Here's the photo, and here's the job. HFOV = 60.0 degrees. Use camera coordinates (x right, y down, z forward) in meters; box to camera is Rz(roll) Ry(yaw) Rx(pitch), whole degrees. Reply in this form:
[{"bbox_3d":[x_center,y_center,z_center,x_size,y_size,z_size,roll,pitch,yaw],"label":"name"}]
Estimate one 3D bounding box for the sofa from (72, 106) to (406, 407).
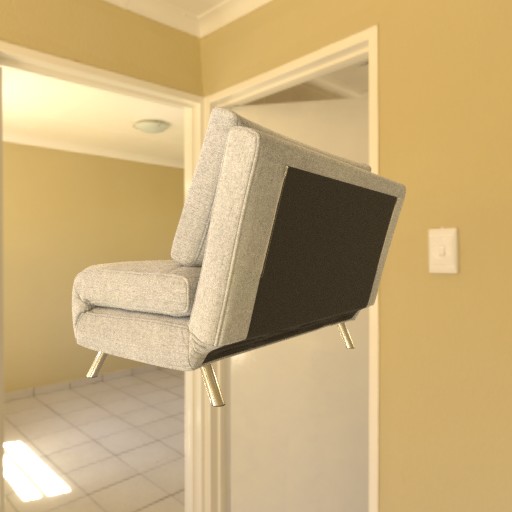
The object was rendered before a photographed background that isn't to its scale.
[{"bbox_3d":[0.000,0.000,1.901,0.910,0.910,1.220,1,1,36],"label":"sofa"}]
